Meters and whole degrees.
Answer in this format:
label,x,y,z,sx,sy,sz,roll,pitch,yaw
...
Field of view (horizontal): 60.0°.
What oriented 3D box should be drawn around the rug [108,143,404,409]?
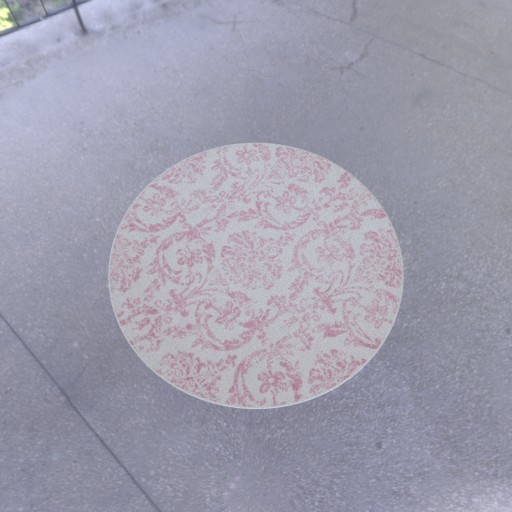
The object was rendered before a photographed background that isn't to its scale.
label,x,y,z,sx,sy,sz,roll,pitch,yaw
rug,0.000,0.000,2.419,1.593,0.012,1.593,0,63,0
